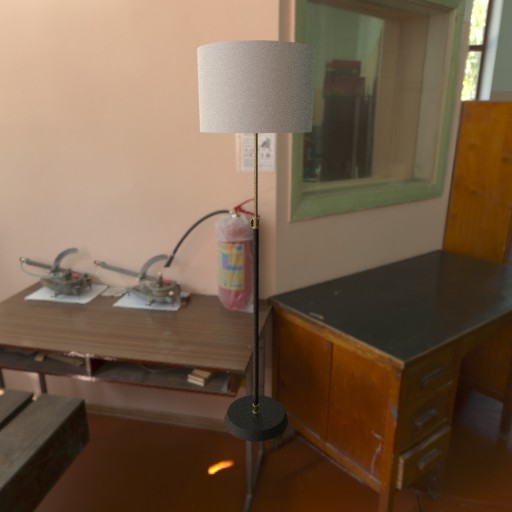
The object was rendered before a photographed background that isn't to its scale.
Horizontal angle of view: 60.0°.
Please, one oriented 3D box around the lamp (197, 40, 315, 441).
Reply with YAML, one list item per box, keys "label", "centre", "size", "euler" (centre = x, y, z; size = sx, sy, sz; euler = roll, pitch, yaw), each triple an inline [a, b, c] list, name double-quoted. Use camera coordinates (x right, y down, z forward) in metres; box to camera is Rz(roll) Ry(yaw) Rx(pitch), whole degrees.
- label: "lamp"
  centre: [0.000, 0.000, 1.748]
  size: [0.404, 1.517, 0.404]
  euler: [16, 23, 42]
